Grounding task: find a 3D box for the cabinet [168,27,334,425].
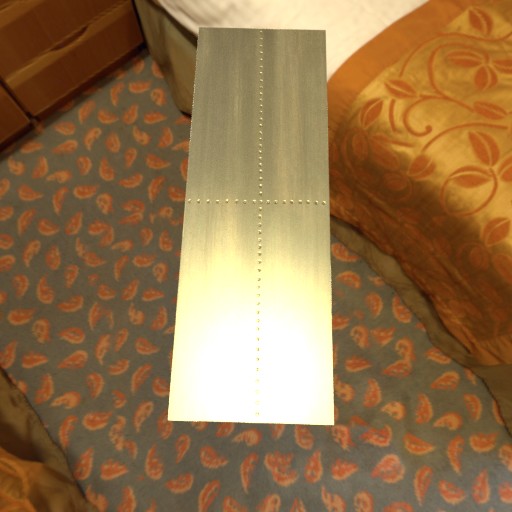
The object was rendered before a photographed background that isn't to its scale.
[{"bbox_3d":[0.000,0.000,1.460,0.338,0.919,0.968,2,73,0],"label":"cabinet"}]
